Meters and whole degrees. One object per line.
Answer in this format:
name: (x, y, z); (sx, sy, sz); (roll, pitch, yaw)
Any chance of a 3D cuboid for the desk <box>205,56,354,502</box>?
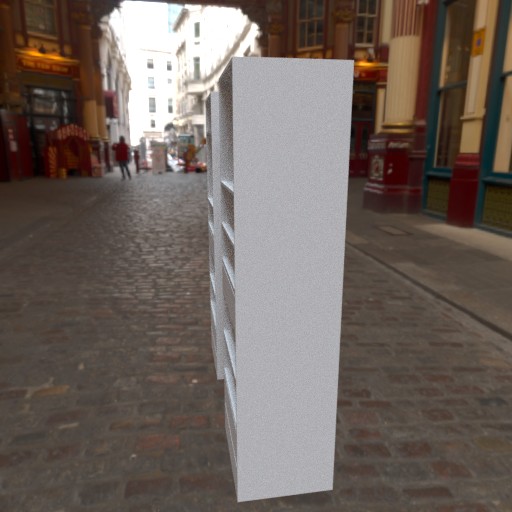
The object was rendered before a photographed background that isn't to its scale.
desk: (0.000, 0.000, 2.788); (0.480, 2.000, 1.770); (-2, 14, -9)
